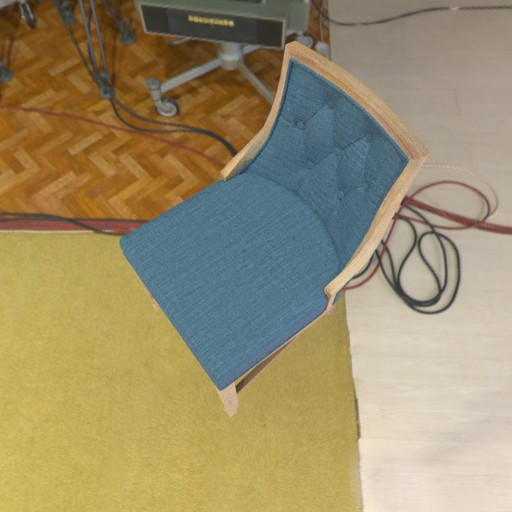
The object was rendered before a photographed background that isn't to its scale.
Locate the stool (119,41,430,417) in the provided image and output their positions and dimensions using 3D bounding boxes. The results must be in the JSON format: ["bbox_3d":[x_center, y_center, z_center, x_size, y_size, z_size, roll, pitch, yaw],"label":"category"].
[{"bbox_3d":[0.000,0.000,1.322,0.626,0.938,0.524,-34,68,-16],"label":"stool"}]
